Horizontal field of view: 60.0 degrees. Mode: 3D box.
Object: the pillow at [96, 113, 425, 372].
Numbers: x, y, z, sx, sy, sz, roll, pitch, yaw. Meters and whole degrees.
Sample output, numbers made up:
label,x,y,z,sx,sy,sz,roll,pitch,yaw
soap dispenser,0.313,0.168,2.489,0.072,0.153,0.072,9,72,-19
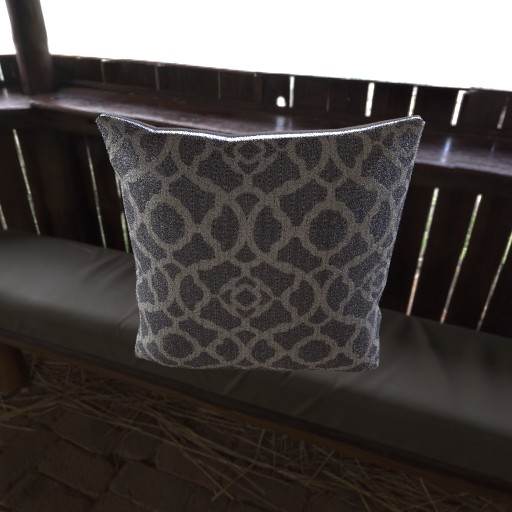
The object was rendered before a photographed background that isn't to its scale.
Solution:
label,x,y,z,sx,sy,sz,roll,pitch,yaw
pillow,0.000,0.000,0.802,0.508,0.498,0.215,1,30,2
